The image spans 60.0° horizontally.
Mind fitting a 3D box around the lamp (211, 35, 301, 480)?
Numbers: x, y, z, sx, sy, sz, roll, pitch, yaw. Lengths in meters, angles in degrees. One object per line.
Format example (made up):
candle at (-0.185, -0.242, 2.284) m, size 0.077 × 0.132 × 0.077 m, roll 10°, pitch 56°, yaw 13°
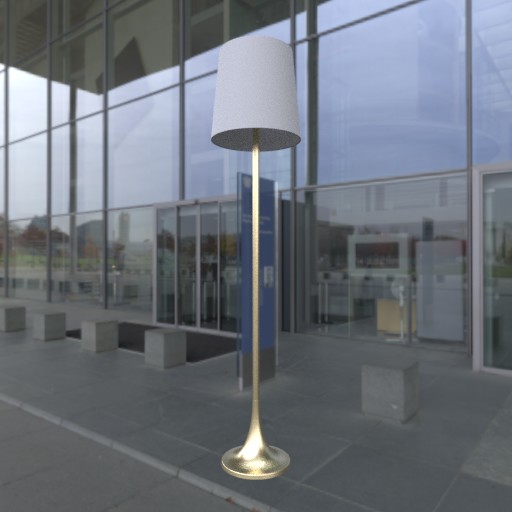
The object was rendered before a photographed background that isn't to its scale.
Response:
lamp at (0.000, 0.000, 1.662) m, size 0.337 × 1.543 × 0.337 m, roll 0°, pitch 0°, yaw 0°
